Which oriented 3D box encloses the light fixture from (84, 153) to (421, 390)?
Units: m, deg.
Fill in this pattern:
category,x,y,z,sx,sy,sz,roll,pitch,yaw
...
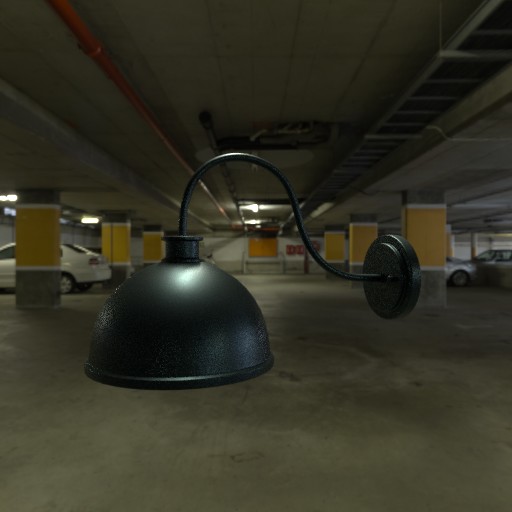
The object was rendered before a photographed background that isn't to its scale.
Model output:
category,x,y,z,sx,sy,sz,roll,pitch,yaw
light fixture,0.000,0.000,0.644,0.467,0.295,0.253,0,0,-18
